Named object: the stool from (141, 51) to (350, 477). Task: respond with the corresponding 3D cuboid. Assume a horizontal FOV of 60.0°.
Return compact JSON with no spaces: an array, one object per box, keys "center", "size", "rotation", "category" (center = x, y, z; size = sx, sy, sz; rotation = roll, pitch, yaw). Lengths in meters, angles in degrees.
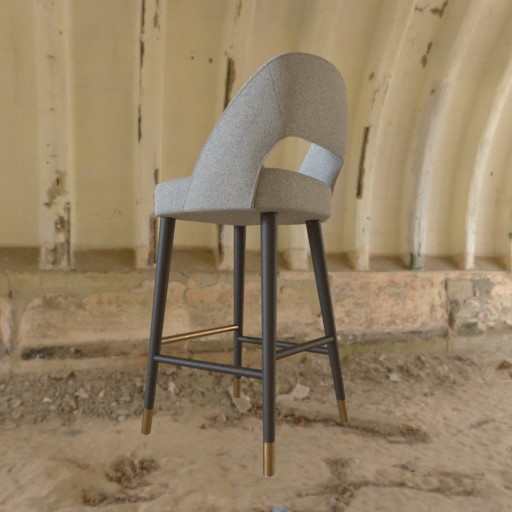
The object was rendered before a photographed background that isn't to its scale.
[{"center":[0.000,0.000,1.330],"size":[0.509,1.037,0.494],"rotation":[-1,-1,36],"category":"stool"}]
